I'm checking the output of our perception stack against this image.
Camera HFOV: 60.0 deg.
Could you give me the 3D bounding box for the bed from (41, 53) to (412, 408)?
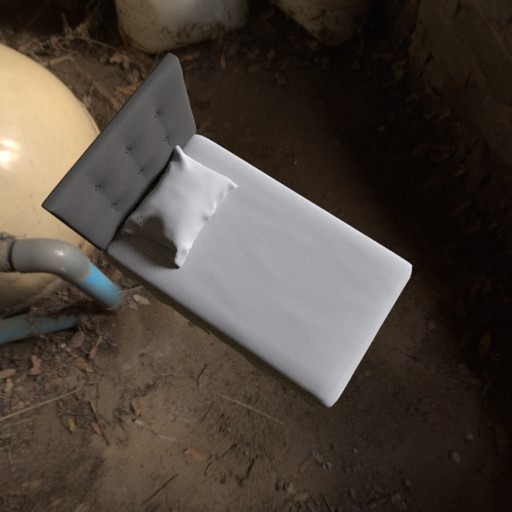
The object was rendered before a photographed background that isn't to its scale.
[{"bbox_3d":[0.000,0.000,3.047,1.997,1.571,1.261,33,78,8],"label":"bed"}]
